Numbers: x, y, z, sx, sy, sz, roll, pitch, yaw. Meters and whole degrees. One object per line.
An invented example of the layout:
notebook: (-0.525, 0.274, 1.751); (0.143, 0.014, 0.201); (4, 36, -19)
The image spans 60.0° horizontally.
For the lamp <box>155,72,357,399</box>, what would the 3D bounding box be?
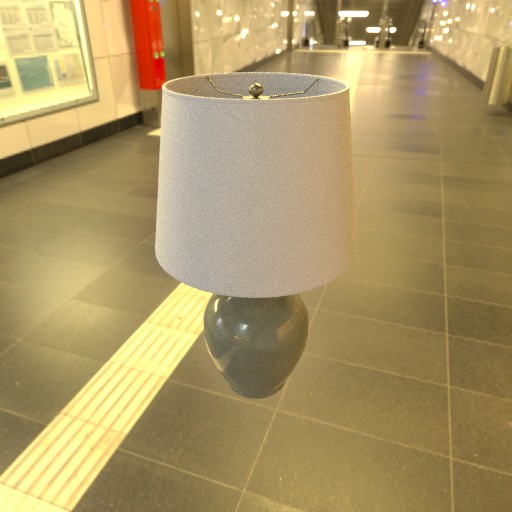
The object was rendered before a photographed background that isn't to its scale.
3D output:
lamp: (0.000, 0.000, 0.546); (0.239, 0.399, 0.239); (0, 29, 0)
